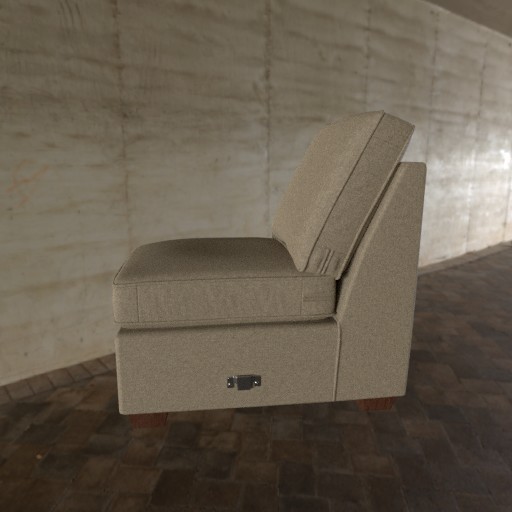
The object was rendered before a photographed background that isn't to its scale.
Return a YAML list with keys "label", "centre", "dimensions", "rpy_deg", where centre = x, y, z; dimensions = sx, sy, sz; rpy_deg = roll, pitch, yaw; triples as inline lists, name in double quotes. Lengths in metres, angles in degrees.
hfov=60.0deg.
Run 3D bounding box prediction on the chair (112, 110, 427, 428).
- label: "chair"
  centre: [0.000, 0.000, 1.737]
  dimensions: [1.020, 1.058, 0.674]
  rpy_deg: [-2, 13, -7]
